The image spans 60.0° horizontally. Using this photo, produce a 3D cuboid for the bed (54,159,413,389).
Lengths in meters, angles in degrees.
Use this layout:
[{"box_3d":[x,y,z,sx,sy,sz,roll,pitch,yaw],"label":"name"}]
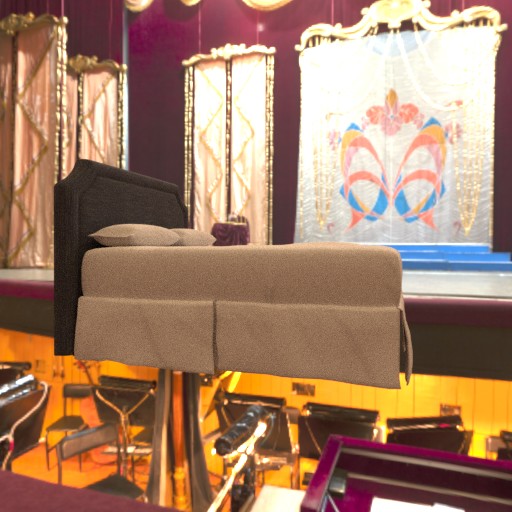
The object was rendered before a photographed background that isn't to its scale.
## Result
[{"box_3d":[0.000,0.000,3.215,2.116,1.290,1.693,0,1,17],"label":"bed"}]
